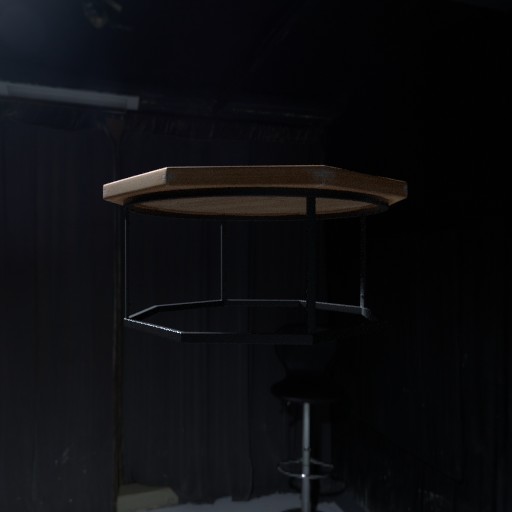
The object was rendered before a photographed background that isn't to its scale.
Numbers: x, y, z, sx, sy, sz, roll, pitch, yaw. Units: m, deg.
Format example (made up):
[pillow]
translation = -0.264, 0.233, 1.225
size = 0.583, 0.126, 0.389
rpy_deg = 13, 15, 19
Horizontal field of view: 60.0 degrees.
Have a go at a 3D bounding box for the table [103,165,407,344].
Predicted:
[table]
translation = 0.000, 0.000, 1.540
size = 1.002, 0.444, 1.002
rpy_deg = 0, 0, 0
